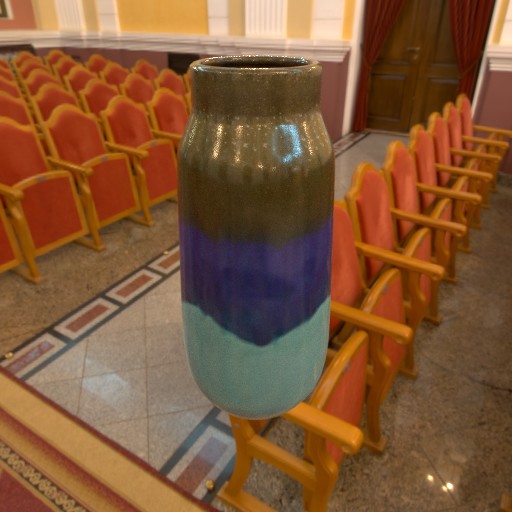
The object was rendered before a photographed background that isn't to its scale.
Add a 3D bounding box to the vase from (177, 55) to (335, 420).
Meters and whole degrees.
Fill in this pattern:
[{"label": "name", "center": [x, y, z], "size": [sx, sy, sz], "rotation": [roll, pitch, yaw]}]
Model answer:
[{"label": "vase", "center": [0.000, 0.000, 0.387], "size": [0.139, 0.313, 0.139], "rotation": [0, 29, 0]}]
